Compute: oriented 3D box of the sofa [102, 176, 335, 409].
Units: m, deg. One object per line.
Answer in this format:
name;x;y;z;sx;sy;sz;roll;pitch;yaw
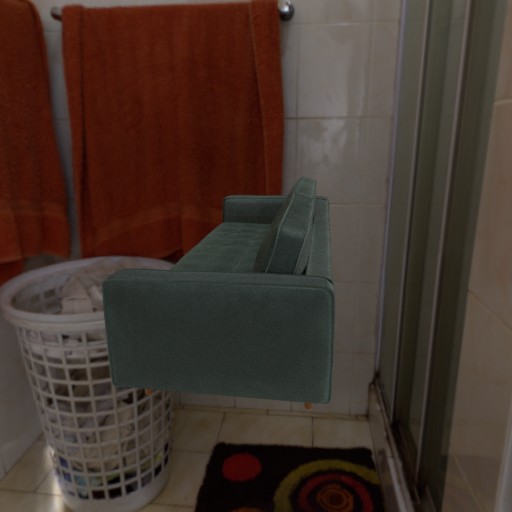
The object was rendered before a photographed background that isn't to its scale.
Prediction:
sofa;0.000;0.000;2.655;0.886;0.781;2.214;2;16;8
